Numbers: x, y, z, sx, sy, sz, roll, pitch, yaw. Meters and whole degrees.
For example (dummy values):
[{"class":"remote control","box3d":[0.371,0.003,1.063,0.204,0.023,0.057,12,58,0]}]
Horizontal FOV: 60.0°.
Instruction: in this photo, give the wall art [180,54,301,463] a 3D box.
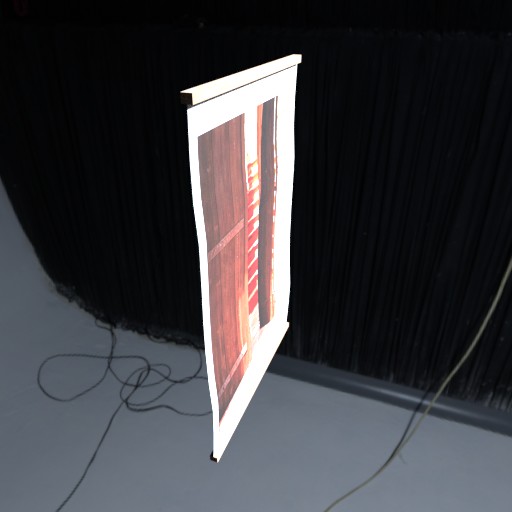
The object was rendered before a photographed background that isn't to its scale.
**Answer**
[{"class":"wall art","box3d":[0.000,0.000,0.648,0.012,0.508,0.332,11,32,19]}]
